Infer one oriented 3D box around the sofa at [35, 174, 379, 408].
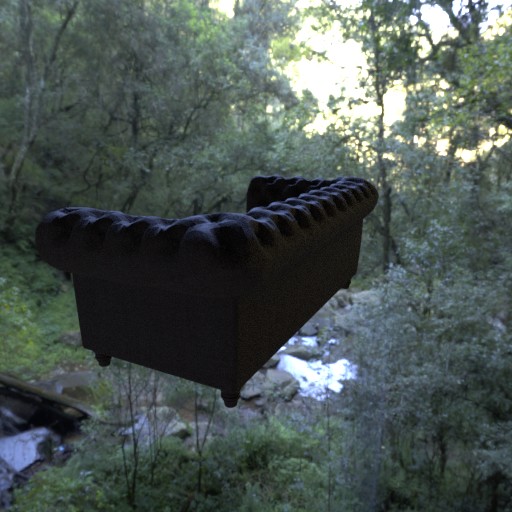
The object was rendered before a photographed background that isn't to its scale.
[{"bbox_3d":[0.000,0.000,2.482,0.944,0.780,2.048,8,17,27],"label":"sofa"}]
